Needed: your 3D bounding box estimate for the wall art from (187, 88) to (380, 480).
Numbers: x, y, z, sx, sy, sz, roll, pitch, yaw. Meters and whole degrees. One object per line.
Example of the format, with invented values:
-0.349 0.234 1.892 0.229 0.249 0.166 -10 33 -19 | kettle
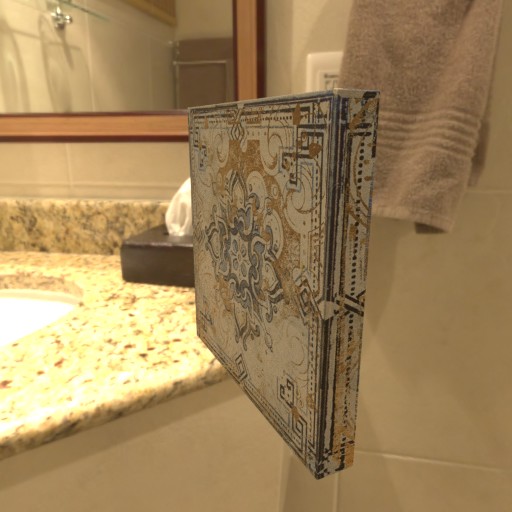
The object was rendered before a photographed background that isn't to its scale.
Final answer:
0.000 0.000 0.463 0.038 0.306 0.302 -8 18 -25 | wall art
